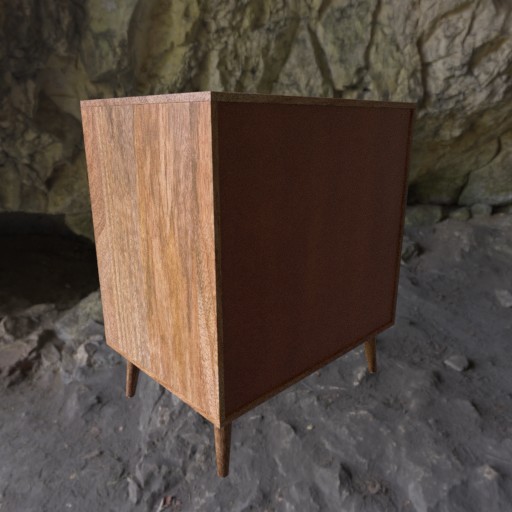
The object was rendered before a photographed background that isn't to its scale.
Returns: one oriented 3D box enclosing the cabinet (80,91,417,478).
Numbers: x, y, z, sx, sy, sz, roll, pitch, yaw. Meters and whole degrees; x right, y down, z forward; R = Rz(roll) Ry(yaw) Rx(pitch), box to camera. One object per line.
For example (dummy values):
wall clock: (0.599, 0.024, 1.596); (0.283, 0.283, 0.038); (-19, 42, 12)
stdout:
cabinet: (0.000, 0.000, 1.153); (0.647, 0.758, 0.473); (-16, 23, -42)
